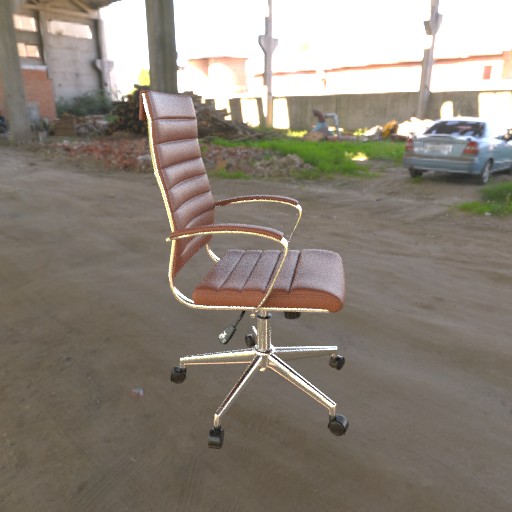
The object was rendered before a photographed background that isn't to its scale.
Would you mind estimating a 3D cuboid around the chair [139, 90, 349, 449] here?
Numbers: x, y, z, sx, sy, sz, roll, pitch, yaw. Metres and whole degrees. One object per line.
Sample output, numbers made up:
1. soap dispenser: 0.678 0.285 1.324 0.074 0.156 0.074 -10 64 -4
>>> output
1. chair: 0.000 0.000 1.659 0.739 1.149 0.766 3 18 9
